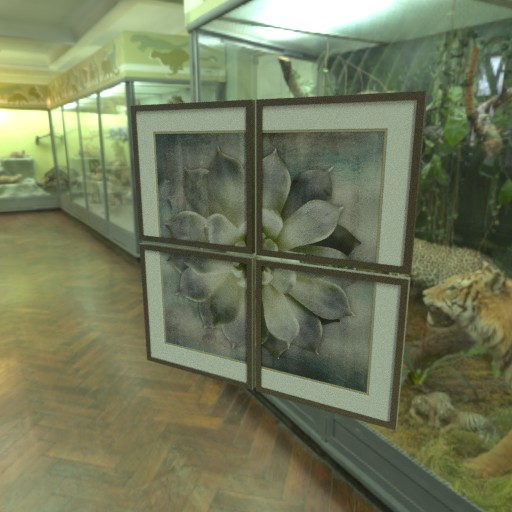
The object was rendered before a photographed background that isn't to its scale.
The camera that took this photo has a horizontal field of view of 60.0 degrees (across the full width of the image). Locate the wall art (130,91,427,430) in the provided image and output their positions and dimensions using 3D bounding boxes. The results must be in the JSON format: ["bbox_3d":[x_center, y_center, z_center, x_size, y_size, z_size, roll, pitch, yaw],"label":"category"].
[{"bbox_3d":[0.000,0.000,1.544,1.032,1.032,0.030,7,16,27],"label":"wall art"}]
